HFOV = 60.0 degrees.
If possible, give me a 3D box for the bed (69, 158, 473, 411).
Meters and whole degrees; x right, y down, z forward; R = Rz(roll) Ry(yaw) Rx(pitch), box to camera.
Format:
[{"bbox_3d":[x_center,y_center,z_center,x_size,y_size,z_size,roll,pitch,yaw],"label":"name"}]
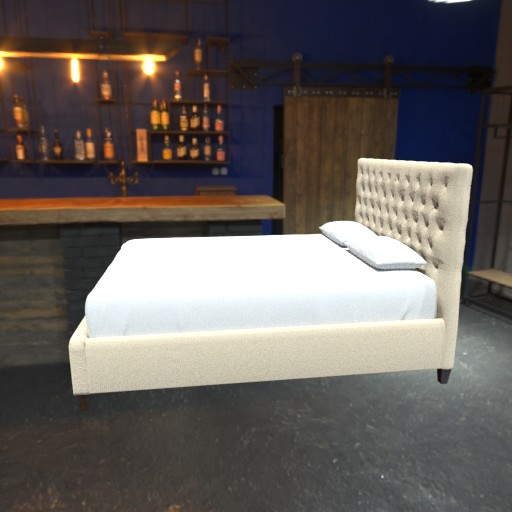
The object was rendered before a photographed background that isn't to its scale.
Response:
[{"bbox_3d":[0.000,0.000,3.398,2.387,1.427,1.698,-2,14,-8],"label":"bed"}]
